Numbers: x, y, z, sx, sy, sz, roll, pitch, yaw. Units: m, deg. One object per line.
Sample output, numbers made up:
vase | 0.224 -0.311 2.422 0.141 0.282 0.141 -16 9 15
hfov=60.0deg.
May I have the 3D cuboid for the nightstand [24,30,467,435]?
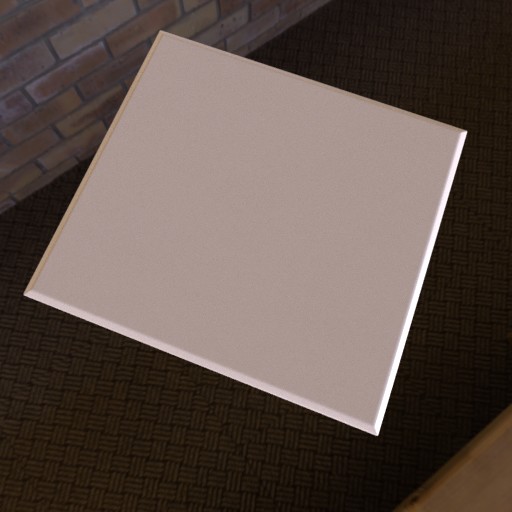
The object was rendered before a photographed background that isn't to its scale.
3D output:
nightstand | 0.000 0.000 0.898 0.505 0.555 0.459 20 76 5
